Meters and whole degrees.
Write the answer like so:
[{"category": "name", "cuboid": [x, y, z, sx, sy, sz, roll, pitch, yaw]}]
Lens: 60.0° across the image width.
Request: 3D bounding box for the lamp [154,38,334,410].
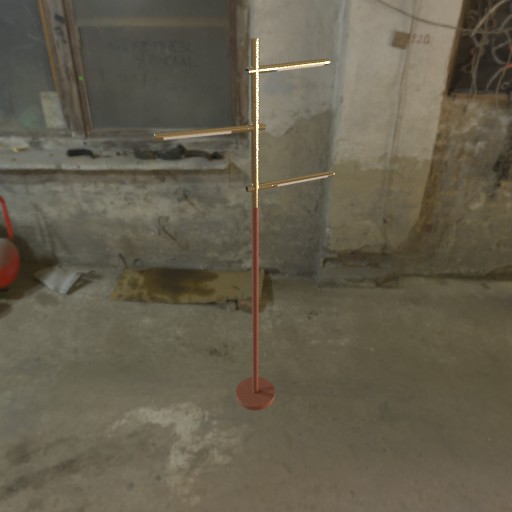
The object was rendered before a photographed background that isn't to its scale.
[{"category": "lamp", "cuboid": [0.000, 0.000, 1.930, 0.737, 1.704, 0.209, -19, 35, -29]}]
